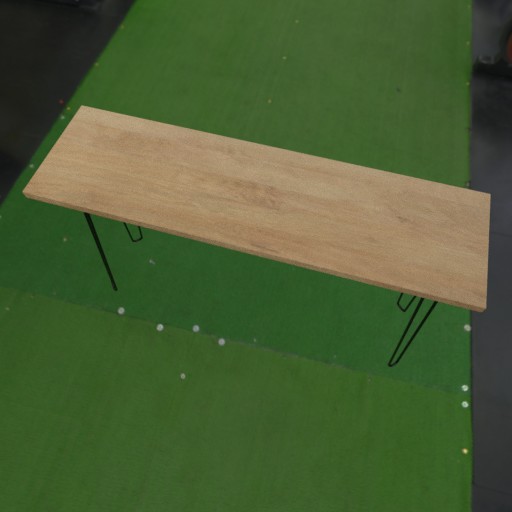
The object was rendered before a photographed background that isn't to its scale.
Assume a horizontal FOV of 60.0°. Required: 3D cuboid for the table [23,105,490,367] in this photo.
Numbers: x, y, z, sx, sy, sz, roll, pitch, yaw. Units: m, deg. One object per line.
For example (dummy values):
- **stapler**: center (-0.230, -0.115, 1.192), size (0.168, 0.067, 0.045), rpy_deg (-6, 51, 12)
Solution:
- **table**: center (0.000, 0.000, 1.724), size (1.400, 0.799, 0.399), rpy_deg (14, 62, 8)
